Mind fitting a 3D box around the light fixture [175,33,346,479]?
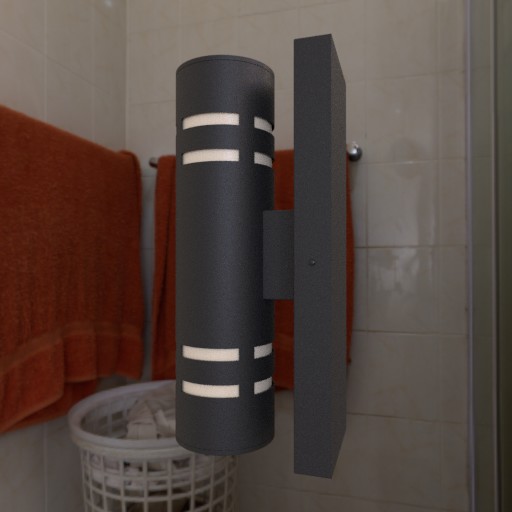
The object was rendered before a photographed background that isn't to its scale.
[{"bbox_3d":[0.000,0.000,0.399,0.149,0.330,0.105,0,0,18],"label":"light fixture"}]
